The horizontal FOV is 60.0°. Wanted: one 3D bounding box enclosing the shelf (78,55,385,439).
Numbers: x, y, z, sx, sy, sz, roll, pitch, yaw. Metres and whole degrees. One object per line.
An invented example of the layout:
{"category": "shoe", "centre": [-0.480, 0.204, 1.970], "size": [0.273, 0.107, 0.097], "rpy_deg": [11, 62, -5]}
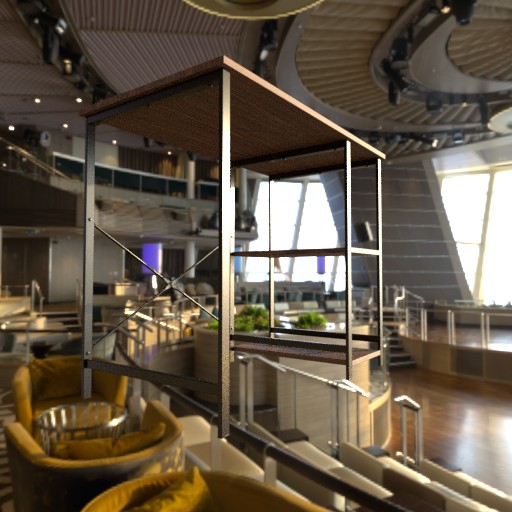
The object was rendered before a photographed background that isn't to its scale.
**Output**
{"category": "shelf", "centre": [0.000, 0.000, 1.366], "size": [0.498, 0.750, 0.902], "rpy_deg": [-2, -3, 36]}
